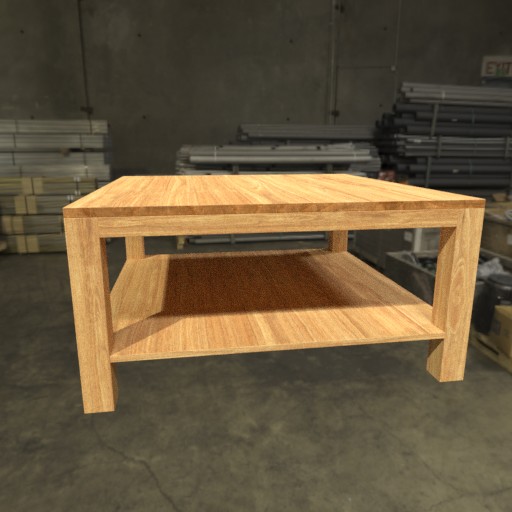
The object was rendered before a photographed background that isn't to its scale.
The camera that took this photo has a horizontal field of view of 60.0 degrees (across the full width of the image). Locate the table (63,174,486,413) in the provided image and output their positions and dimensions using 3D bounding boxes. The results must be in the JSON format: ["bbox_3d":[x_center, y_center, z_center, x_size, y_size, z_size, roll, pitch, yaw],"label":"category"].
[{"bbox_3d":[0.000,0.000,1.410,0.900,0.450,0.900,-2,14,-9],"label":"table"}]
